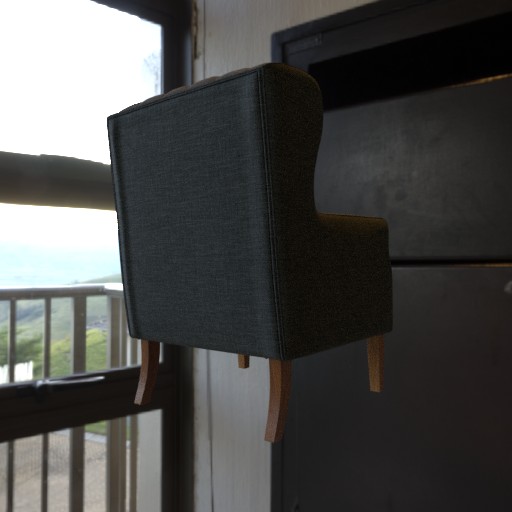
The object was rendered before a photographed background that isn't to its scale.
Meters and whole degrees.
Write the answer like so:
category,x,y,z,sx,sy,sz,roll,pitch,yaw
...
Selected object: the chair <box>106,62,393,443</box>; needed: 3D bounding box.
category,x,y,z,sx,sy,sz,roll,pitch,yaw
chair,0.000,0.000,1.507,0.711,0.953,0.775,-1,-2,36
